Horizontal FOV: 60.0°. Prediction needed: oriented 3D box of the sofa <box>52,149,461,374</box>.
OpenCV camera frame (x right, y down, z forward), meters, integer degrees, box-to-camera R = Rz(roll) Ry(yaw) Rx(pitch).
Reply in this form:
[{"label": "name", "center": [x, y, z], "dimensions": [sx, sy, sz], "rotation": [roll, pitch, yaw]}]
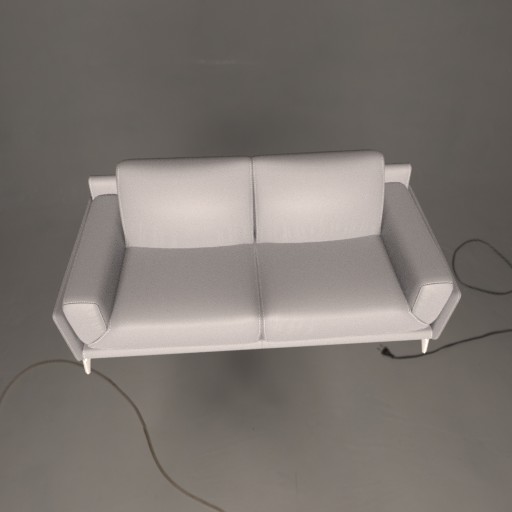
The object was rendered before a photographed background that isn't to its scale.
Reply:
[{"label": "sofa", "center": [0.000, 0.000, 2.628], "dimensions": [2.100, 0.900, 0.969], "rotation": [-3, 47, -3]}]
